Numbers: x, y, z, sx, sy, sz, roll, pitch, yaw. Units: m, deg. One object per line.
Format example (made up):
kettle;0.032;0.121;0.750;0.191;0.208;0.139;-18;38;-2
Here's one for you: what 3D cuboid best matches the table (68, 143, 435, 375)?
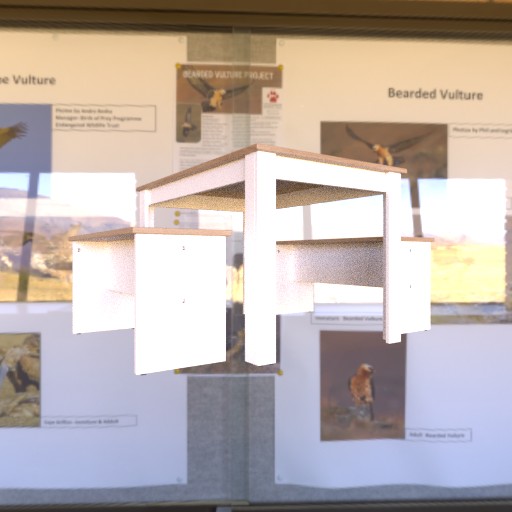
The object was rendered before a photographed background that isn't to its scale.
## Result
table;0.000;0.000;2.031;1.443;0.700;1.100;0;0;-34
